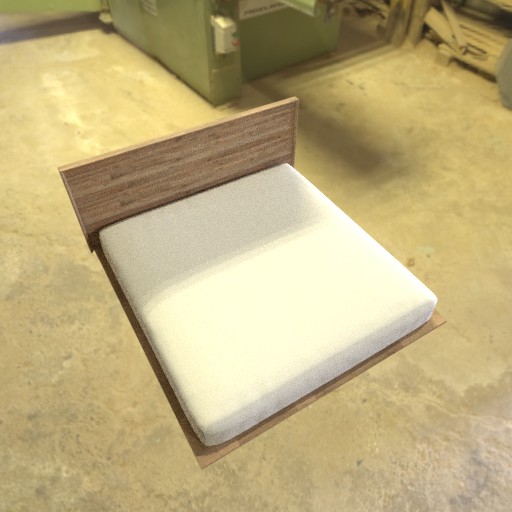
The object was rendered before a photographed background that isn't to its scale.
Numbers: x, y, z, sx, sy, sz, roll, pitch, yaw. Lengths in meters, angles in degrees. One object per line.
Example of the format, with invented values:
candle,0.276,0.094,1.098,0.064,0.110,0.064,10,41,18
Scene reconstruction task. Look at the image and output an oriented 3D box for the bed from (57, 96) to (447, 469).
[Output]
bed,0.000,0.000,3.400,2.116,1.100,2.167,-24,51,-21
